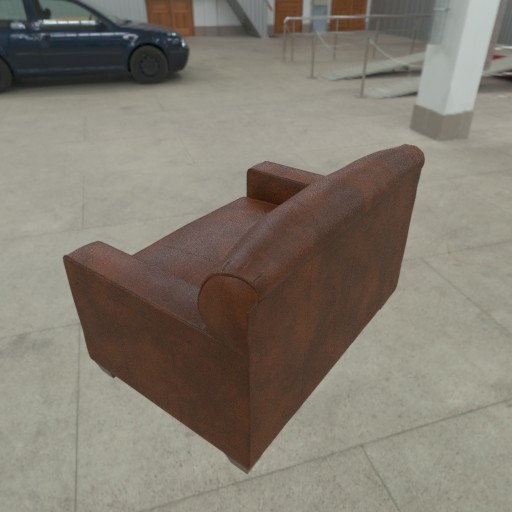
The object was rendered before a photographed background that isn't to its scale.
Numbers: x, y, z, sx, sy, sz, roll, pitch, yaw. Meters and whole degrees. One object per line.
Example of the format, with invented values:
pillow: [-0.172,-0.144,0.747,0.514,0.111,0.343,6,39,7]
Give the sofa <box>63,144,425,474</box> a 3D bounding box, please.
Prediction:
sofa: [0.000,0.000,2.076,1.000,0.956,1.413,22,38,31]
